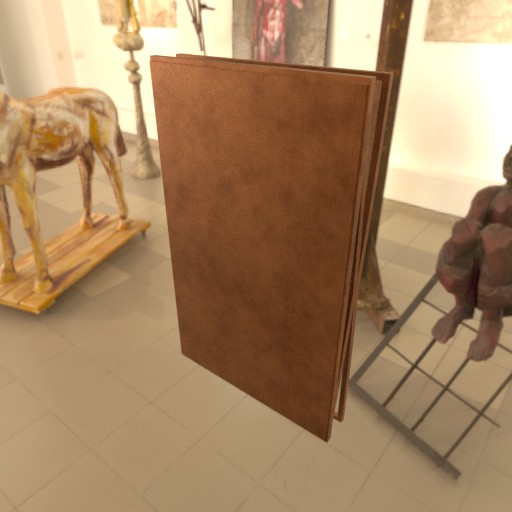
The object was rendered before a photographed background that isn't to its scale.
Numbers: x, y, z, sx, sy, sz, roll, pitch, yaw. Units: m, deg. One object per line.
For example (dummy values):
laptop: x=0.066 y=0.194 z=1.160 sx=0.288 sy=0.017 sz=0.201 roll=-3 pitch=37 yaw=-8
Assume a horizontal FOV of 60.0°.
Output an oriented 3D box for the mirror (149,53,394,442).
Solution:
mirror: x=0.000 y=0.000 z=0.955 sx=0.468 sy=0.768 sz=0.082 roll=21 pitch=36 yaw=32
